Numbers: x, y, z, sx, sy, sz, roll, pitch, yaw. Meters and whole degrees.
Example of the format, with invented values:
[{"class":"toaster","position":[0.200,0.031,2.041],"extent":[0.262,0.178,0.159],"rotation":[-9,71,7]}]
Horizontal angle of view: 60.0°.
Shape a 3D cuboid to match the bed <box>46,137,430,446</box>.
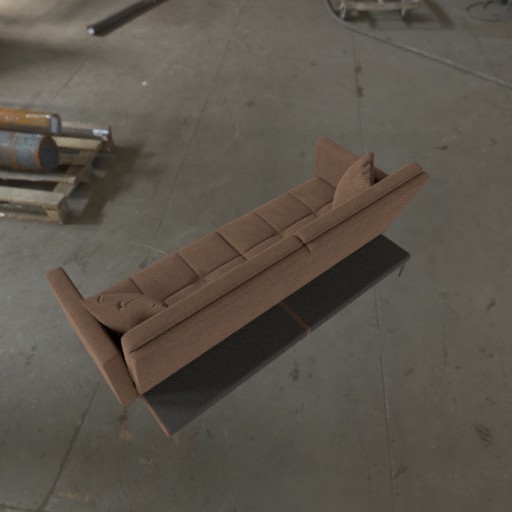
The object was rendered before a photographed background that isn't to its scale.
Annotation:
[{"class":"bed","position":[0.000,0.000,2.404],"extent":[1.905,0.787,0.889],"rotation":[-31,54,-25]}]
